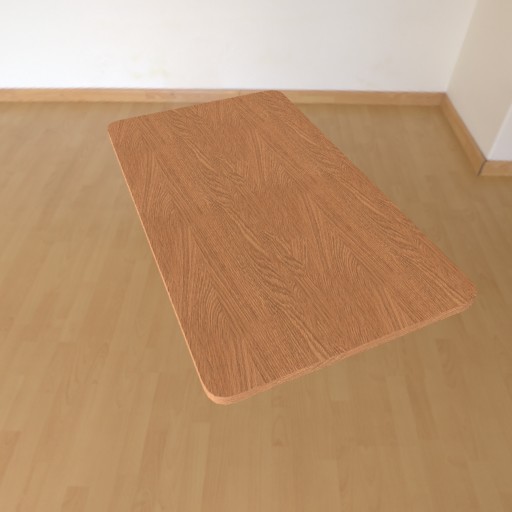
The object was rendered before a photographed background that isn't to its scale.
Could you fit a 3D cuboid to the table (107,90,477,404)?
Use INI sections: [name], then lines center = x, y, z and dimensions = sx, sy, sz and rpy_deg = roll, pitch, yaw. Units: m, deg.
[table]
center = 0.000, 0.000, 2.105
dimensions = 0.950, 0.770, 1.600
rpy_deg = -17, 49, -16
